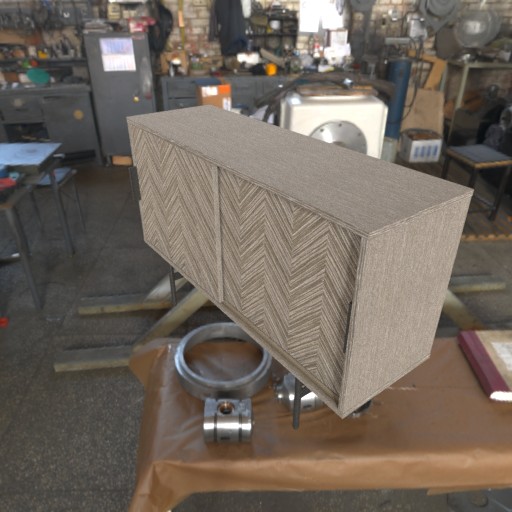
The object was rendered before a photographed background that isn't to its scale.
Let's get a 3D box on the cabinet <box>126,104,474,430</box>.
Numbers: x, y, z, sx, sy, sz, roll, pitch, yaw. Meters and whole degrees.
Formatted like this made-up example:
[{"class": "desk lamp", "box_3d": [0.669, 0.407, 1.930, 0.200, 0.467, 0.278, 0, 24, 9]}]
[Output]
[{"class": "cabinet", "box_3d": [0.000, 0.000, 1.562, 0.405, 0.787, 1.194, -21, 36, -31]}]
